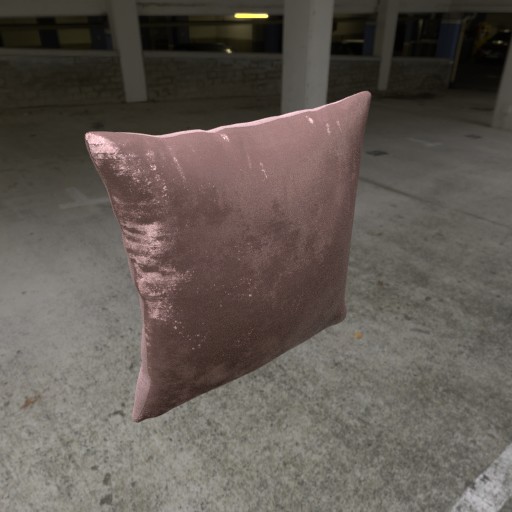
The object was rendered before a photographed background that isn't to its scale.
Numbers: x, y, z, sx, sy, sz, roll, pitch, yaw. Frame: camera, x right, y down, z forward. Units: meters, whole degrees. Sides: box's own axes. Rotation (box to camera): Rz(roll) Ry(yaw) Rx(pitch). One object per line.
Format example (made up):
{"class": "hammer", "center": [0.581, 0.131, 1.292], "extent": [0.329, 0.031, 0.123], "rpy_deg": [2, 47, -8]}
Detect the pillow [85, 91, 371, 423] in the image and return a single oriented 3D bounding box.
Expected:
{"class": "pillow", "center": [0.000, 0.000, 0.706], "extent": [0.470, 0.464, 0.175], "rpy_deg": [-21, 35, -32]}
